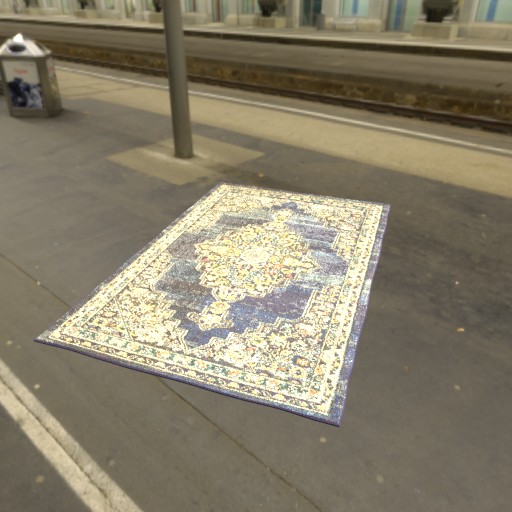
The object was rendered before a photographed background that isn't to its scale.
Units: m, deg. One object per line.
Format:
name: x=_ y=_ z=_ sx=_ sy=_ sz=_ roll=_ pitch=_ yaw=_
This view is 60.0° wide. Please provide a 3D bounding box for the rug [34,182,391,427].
rug: x=0.000 y=0.000 z=2.247 sx=1.184 sy=0.012 sz=1.781 roll=10 pitch=32 yaw=17
